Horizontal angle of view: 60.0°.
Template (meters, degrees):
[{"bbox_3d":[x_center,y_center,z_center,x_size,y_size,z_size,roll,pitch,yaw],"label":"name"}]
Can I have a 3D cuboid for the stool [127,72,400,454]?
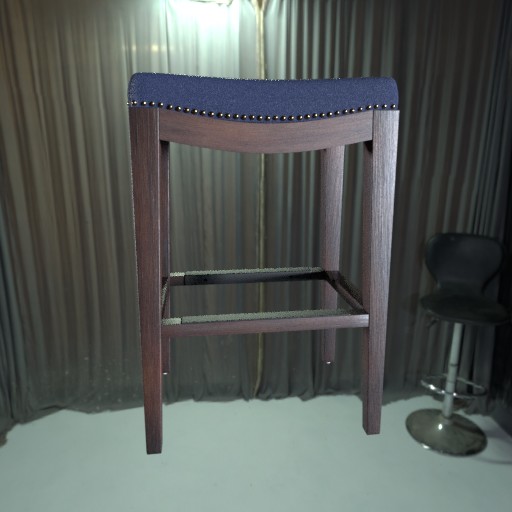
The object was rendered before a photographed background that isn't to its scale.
[{"bbox_3d":[0.000,0.000,1.015,0.498,0.740,0.358,-2,15,-7],"label":"stool"}]
